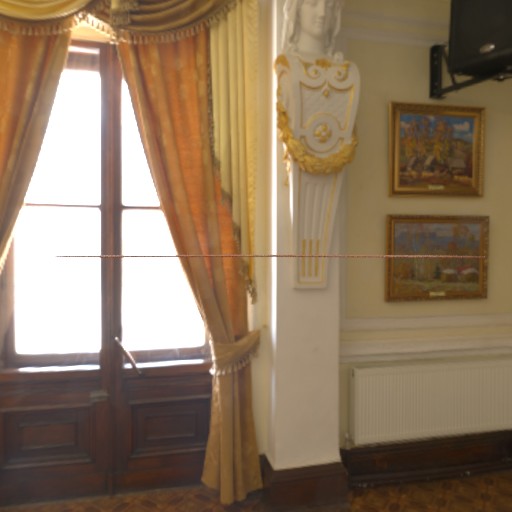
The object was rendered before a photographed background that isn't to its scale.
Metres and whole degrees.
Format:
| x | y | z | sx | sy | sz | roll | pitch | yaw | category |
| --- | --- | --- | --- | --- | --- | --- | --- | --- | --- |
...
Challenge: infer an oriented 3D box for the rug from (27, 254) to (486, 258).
| x | y | z | sx | sy | sz | roll | pitch | yaw | category |
| --- | --- | --- | --- | --- | --- | --- | --- | --- | --- |
| 0.000 | 0.000 | 2.607 | 2.353 | 0.013 | 0.718 | 0 | 1 | 0 | rug |
